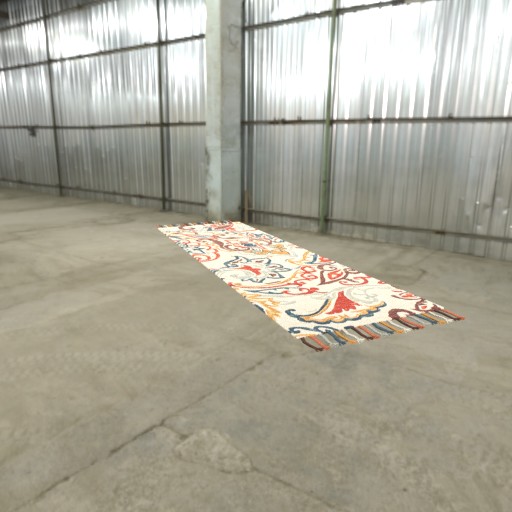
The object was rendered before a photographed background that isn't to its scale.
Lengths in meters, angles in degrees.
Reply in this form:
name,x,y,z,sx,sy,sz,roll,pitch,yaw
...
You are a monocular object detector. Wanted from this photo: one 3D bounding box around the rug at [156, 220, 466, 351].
name,x,y,z,sx,sy,sz,roll,pitch,yaw
rug,0.000,0.000,2.920,0.763,0.015,2.682,-6,16,-24
